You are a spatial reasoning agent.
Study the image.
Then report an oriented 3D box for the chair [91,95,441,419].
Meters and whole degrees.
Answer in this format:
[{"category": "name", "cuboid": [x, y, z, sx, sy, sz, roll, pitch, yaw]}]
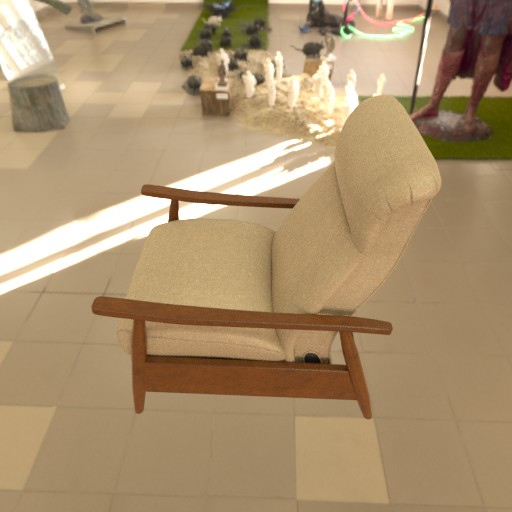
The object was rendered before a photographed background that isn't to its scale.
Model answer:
[{"category": "chair", "cuboid": [0.000, 0.000, 1.731, 1.030, 1.082, 0.762, 1, 40, 1]}]
